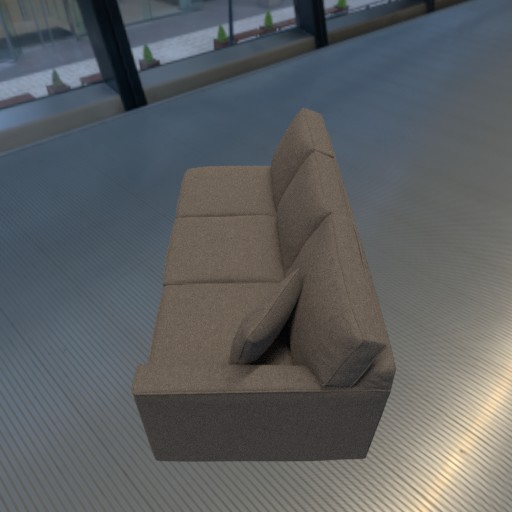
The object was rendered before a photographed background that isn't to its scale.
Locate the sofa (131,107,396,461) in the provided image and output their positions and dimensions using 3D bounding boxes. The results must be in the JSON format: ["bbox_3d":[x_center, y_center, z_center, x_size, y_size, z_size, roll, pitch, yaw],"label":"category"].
[{"bbox_3d":[0.000,0.000,2.527,1.034,0.946,1.963,0,41,-1],"label":"sofa"}]
